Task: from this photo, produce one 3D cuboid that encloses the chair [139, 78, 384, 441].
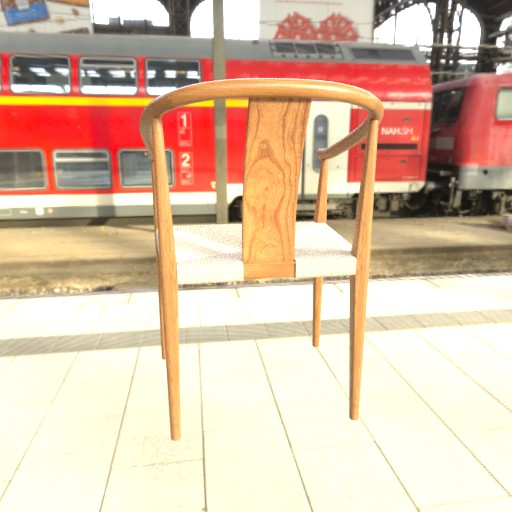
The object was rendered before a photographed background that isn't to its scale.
[{"bbox_3d":[0.000,0.000,1.162,0.556,0.800,0.579,-3,14,-10],"label":"chair"}]
